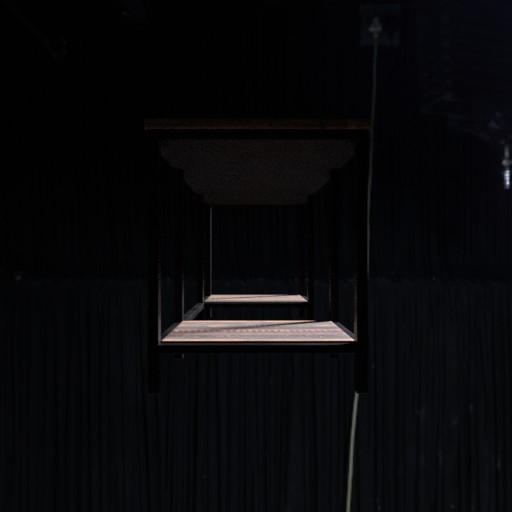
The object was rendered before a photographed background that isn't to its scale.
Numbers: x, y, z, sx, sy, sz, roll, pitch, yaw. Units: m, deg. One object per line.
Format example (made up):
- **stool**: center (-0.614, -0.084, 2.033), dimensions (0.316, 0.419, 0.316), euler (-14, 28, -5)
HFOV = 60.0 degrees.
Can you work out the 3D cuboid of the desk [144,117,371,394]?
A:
- **desk**: center (0.000, 0.000, 1.973), dimensions (0.617, 0.753, 1.538), euler (0, 0, 0)
